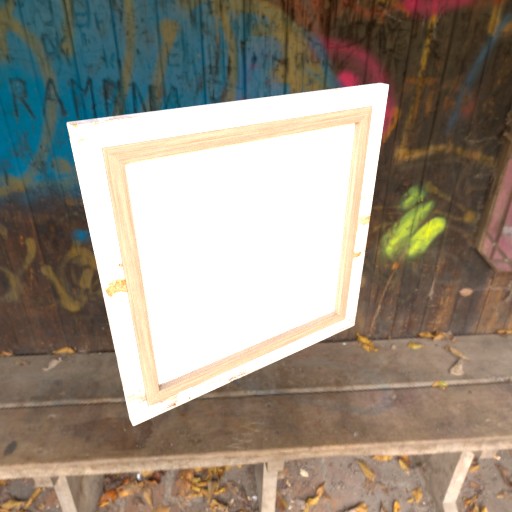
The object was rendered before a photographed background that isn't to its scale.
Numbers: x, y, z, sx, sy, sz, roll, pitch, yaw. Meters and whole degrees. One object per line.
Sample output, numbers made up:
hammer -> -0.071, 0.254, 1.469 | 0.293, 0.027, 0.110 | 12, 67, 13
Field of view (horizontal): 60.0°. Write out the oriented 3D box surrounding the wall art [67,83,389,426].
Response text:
wall art -> 0.000, 0.000, 1.505 | 1.015, 1.018, 0.040 | -18, 35, -27
